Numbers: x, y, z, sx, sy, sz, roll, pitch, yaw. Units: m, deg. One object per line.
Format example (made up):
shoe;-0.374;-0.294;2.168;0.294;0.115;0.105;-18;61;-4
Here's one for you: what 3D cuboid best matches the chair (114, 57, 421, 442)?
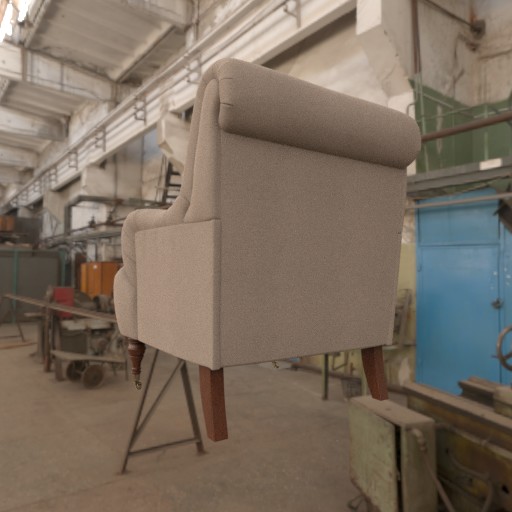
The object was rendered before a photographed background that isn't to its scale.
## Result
chair;0.000;0.000;1.524;0.766;0.942;0.842;2;-3;-35
